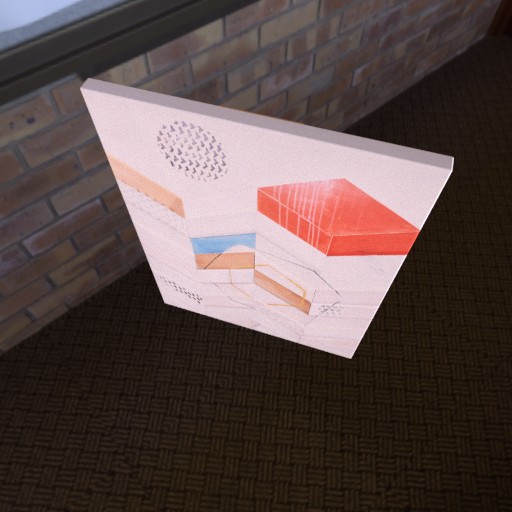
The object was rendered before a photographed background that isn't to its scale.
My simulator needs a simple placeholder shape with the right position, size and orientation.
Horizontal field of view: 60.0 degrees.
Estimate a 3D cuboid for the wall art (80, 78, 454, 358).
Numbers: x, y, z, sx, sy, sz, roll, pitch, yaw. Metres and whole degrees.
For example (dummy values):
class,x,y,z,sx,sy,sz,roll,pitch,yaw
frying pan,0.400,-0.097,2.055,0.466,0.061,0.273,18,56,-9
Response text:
class,x,y,z,sx,sy,sz,roll,pitch,yaw
wall art,0.000,0.000,1.301,0.759,1.014,0.045,15,59,9
